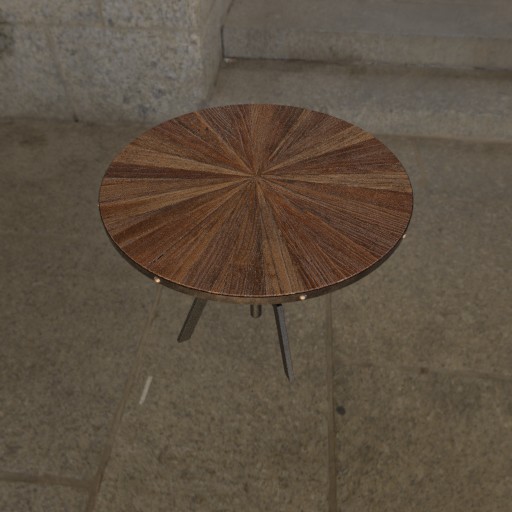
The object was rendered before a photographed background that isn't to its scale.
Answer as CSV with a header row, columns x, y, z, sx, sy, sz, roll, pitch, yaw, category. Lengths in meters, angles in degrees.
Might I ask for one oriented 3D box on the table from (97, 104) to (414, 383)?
x,y,z,sx,sy,sz,roll,pitch,yaw,category
0.000,0.000,1.516,0.885,0.658,0.885,0,46,0,table
